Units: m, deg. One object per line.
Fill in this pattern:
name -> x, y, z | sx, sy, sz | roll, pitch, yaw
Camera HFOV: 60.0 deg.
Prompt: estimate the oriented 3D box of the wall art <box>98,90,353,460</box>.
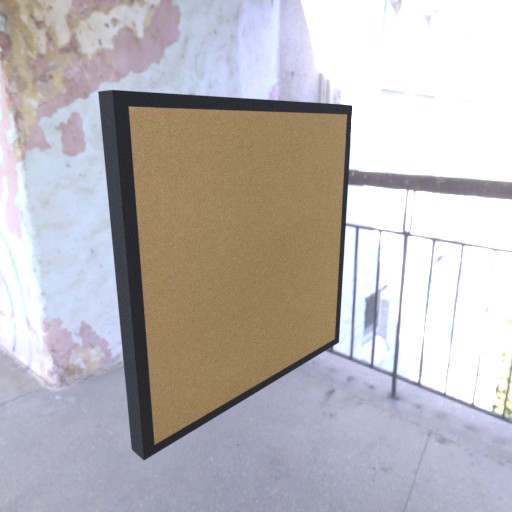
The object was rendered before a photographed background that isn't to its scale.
wall art -> 0.000, 0.000, 0.762 | 0.033, 0.507, 0.508 | 15, 22, 41
